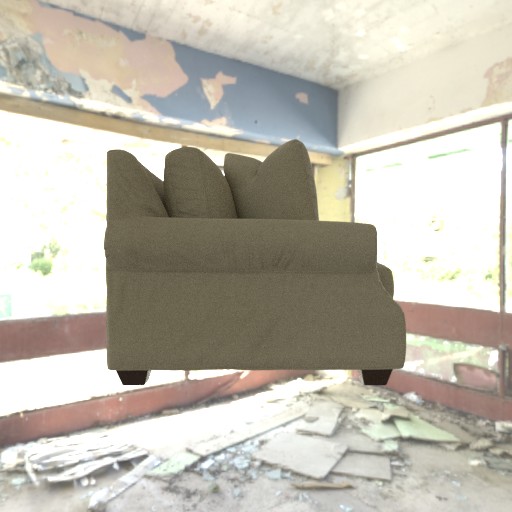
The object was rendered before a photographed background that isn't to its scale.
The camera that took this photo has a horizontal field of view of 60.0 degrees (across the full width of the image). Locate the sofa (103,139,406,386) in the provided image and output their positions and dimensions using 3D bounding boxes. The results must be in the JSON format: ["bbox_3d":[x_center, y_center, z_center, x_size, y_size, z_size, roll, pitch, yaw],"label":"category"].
[{"bbox_3d":[0.000,0.000,2.233,1.070,0.905,1.550,0,0,0],"label":"sofa"}]
